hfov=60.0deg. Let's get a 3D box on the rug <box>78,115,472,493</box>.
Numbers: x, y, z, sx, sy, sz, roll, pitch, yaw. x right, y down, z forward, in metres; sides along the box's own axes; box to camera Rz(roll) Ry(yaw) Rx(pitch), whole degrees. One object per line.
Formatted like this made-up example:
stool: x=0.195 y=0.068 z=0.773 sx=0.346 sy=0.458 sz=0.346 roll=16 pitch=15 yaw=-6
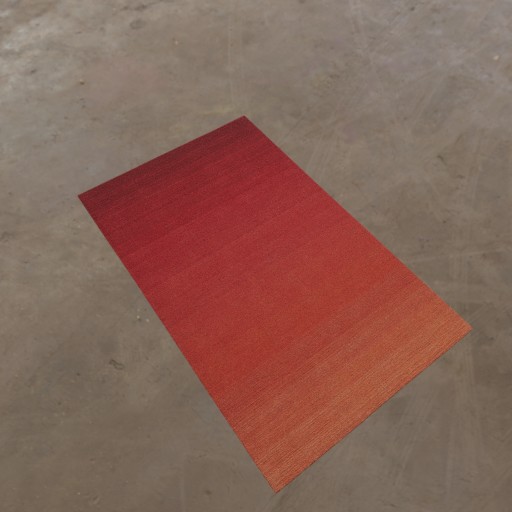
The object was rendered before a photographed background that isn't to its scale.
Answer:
rug: x=0.000 y=0.000 z=3.021 sx=1.531 sy=0.010 sz=2.442 roll=-31 pitch=62 yaw=-19
